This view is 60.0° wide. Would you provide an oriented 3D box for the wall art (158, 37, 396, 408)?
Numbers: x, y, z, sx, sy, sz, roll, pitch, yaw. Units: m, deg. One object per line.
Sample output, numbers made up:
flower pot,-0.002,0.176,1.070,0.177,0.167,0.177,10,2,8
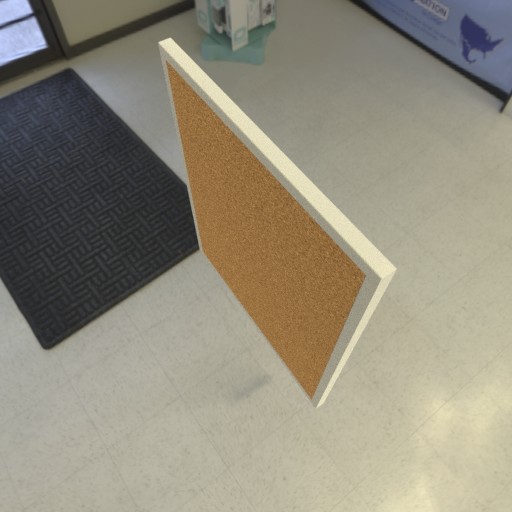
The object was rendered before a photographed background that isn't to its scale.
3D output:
wall art,0.000,0.000,0.740,0.020,0.536,0.444,-30,63,-17
